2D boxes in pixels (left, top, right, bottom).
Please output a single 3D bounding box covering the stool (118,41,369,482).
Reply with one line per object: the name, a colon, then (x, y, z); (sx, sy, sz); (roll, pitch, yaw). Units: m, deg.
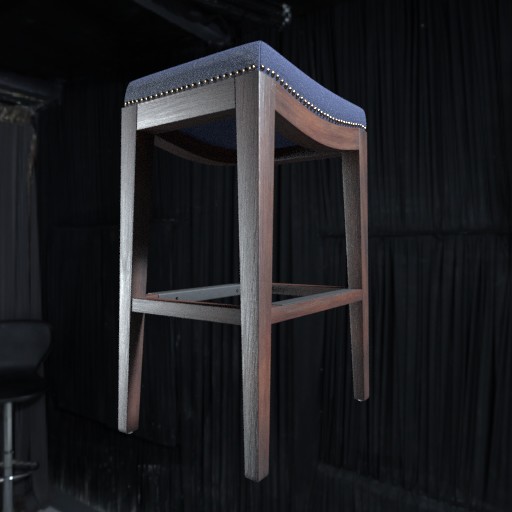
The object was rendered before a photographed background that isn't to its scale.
stool: (0.000, 0.000, 1.023); (0.358, 0.740, 0.498); (1, 1, 35)
